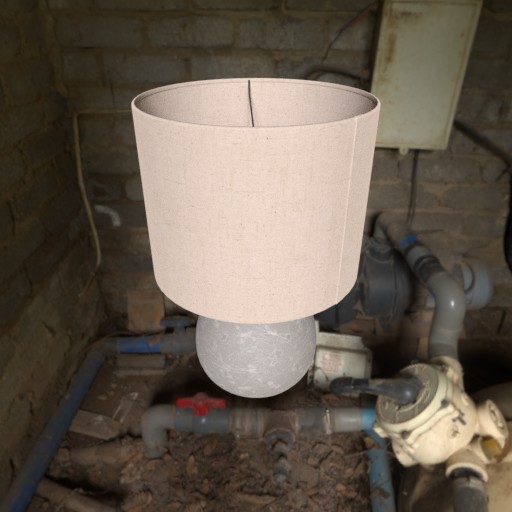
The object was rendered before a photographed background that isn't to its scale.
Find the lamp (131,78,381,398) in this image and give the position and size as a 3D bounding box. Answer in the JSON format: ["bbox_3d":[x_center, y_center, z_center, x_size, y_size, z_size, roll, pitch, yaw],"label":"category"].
[{"bbox_3d":[0.000,0.000,0.594,0.269,0.409,0.269,-19,35,-30],"label":"lamp"}]
